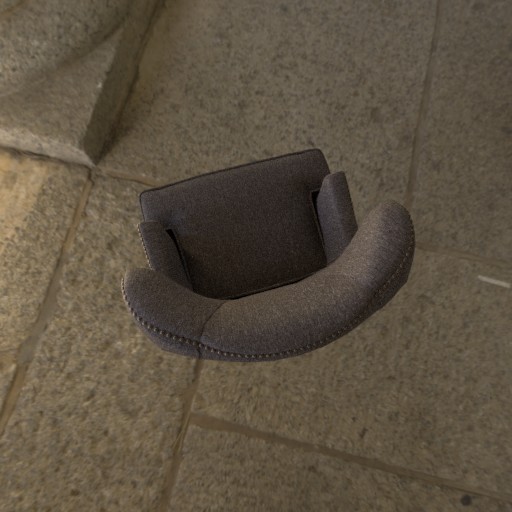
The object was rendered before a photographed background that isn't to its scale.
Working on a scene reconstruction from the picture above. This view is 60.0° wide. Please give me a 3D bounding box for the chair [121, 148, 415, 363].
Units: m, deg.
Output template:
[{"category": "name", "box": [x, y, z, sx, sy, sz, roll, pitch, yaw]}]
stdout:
[{"category": "chair", "box": [0.000, 0.000, 1.604, 0.759, 1.060, 0.758, -15, 76, -4]}]
